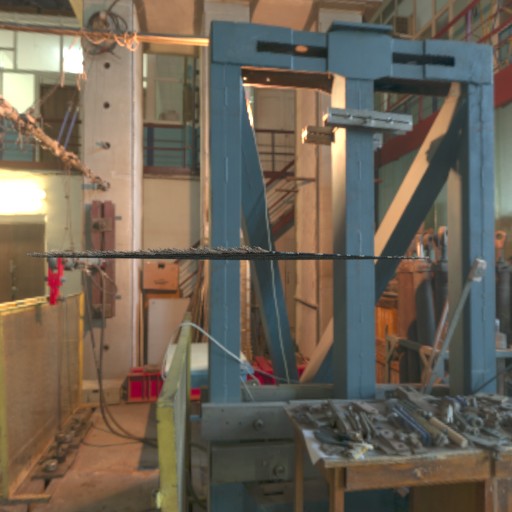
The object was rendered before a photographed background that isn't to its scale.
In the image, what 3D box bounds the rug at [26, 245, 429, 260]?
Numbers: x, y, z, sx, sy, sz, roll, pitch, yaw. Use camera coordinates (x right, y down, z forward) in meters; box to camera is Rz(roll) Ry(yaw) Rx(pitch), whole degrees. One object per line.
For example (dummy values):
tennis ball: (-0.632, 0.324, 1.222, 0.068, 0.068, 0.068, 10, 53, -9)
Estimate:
rug: (0.000, 0.000, 4.329, 2.418, 0.047, 3.307, -1, -1, 36)
